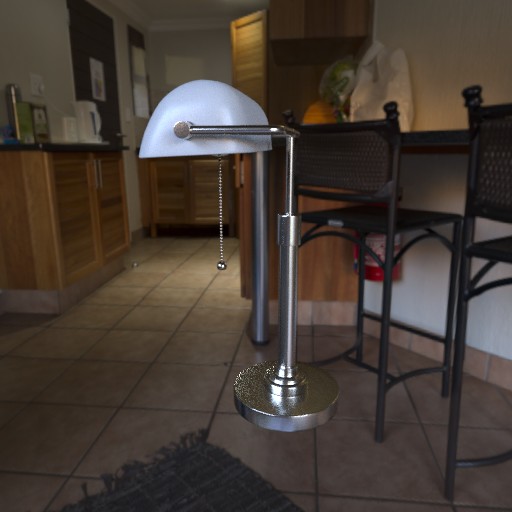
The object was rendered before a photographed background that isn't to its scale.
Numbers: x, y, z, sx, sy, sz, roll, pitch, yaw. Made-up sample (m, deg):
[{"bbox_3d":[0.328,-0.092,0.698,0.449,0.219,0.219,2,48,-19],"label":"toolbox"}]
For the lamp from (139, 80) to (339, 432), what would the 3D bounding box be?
[{"bbox_3d":[0.000,0.000,0.566,0.227,0.404,0.269,2,14,8],"label":"lamp"}]
